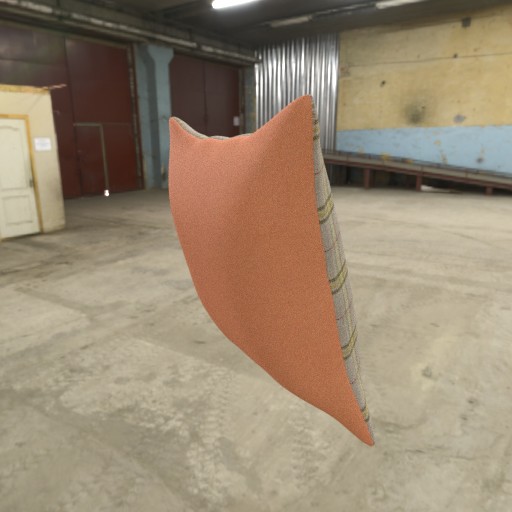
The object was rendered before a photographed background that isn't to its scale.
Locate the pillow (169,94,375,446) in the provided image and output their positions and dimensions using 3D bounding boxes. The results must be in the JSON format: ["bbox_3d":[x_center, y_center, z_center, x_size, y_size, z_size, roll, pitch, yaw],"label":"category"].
[{"bbox_3d":[0.000,0.000,0.684,0.200,0.430,0.453,-7,16,-26],"label":"pillow"}]
